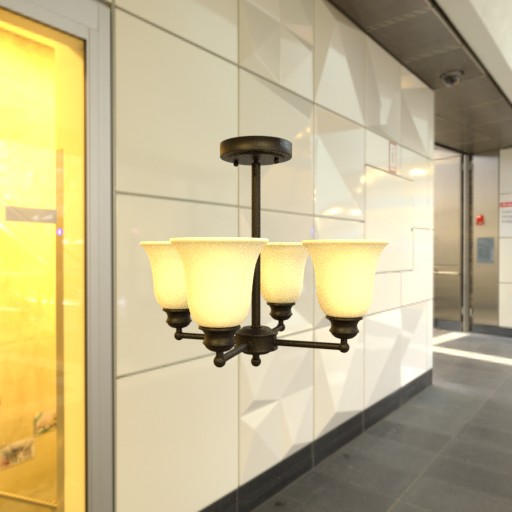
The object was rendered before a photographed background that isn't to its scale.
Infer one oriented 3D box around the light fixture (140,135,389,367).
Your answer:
[{"bbox_3d":[0.000,0.000,1.852,1.069,0.925,1.069,0,0,20],"label":"light fixture"}]
